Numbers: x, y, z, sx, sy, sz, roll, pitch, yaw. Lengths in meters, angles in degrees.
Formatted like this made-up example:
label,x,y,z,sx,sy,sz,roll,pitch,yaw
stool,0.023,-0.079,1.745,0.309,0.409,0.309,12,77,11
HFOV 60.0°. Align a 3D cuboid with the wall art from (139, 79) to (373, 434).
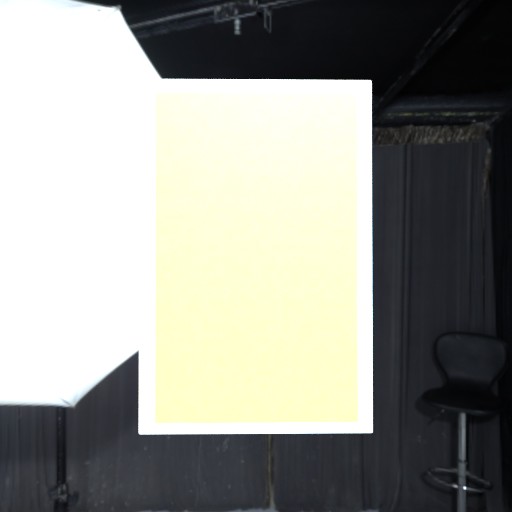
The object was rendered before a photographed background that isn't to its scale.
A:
label,x,y,z,sx,sy,sz,roll,pitch,yaw
wall art,0.000,0.000,0.780,0.401,0.610,0.038,0,-1,-1
